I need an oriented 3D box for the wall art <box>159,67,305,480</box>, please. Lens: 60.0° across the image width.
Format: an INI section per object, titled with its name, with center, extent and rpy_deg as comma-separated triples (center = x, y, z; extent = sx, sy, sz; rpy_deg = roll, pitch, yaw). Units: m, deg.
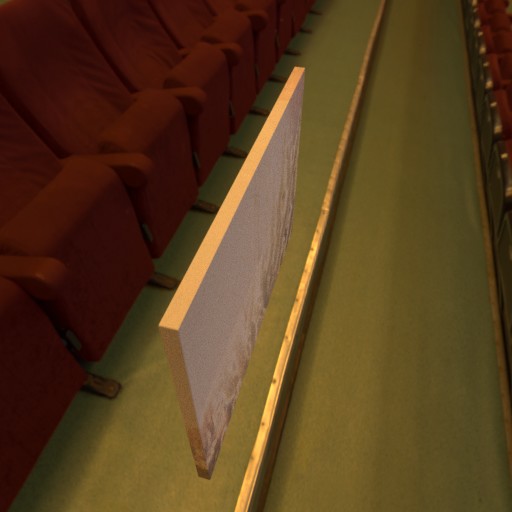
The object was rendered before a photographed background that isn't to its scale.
[wall art]
center = 0.000, 0.000, 1.426
extent = 0.041, 0.758, 1.142
rpy_deg = 11, 46, 11
